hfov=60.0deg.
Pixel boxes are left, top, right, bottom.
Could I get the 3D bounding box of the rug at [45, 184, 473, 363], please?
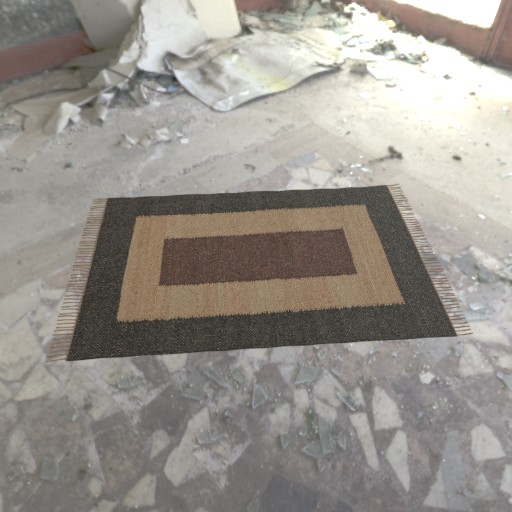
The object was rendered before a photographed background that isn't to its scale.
[{"bbox_3d":[0.000,0.000,1.887,1.541,0.013,0.920,-3,46,-3],"label":"rug"}]
